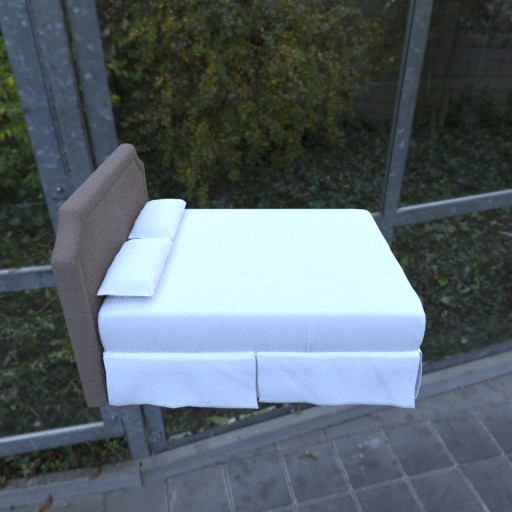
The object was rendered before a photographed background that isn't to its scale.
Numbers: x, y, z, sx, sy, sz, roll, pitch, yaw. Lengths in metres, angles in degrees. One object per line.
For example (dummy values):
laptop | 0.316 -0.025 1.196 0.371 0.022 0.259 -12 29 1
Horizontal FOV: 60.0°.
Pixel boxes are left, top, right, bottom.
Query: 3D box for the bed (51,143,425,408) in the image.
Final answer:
bed | 0.000 0.000 3.191 2.116 1.290 1.693 0 29 0
